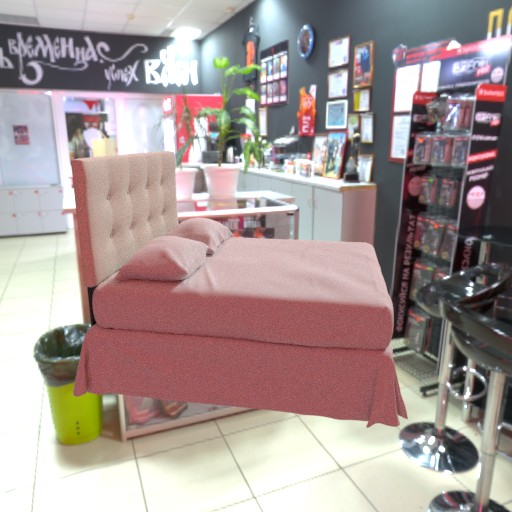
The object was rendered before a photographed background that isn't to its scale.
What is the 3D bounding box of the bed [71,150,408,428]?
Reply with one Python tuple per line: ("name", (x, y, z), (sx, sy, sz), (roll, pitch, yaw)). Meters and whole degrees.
("bed", (0.000, 0.000, 3.533), (2.222, 1.577, 1.936), (3, 15, 10))
